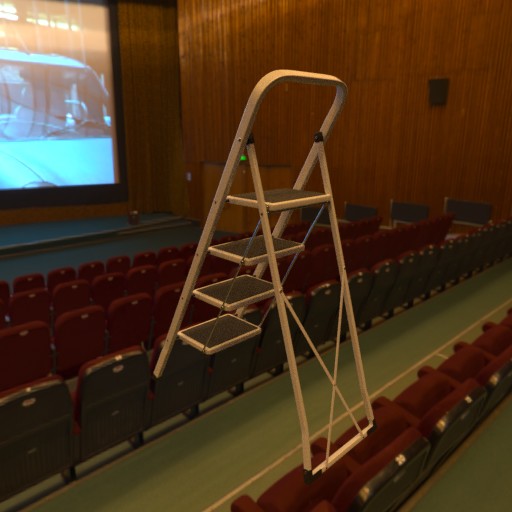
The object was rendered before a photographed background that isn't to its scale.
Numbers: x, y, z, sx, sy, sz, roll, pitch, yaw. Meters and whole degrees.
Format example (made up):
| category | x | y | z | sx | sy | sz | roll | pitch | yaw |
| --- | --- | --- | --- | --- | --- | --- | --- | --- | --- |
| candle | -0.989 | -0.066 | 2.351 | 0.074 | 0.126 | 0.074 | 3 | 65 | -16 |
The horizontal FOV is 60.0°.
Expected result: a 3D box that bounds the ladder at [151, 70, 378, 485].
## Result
| category | x | y | z | sx | sy | sz | roll | pitch | yaw |
| --- | --- | --- | --- | --- | --- | --- | --- | --- | --- |
| ladder | 0.000 | 0.000 | 1.693 | 0.460 | 1.265 | 0.914 | -15 | 22 | -42 |
